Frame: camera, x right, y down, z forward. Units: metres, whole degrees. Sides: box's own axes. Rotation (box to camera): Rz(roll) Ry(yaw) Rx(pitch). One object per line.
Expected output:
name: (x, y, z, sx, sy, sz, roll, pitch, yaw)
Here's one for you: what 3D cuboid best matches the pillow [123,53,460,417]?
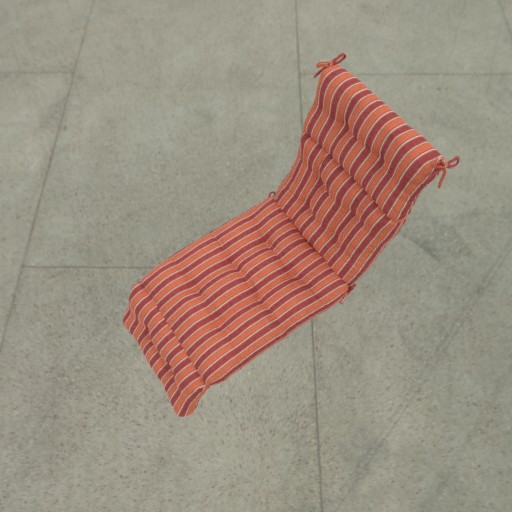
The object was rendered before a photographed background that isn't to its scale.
pillow: (0.000, 0.000, 1.507, 1.016, 0.863, 0.526, -32, 68, -15)
